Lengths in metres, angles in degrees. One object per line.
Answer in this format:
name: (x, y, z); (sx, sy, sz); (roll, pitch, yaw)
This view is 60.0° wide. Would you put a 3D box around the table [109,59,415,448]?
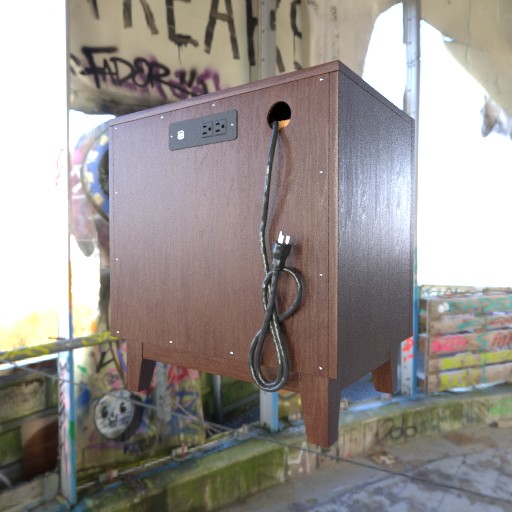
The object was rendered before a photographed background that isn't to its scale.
table: (0.000, 0.000, 0.981); (0.557, 0.609, 0.449); (1, 2, 35)
